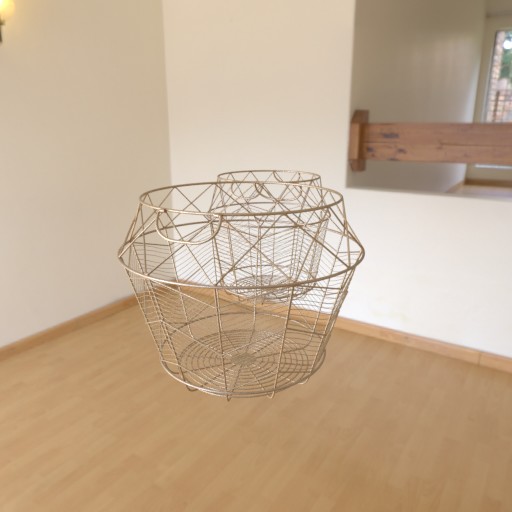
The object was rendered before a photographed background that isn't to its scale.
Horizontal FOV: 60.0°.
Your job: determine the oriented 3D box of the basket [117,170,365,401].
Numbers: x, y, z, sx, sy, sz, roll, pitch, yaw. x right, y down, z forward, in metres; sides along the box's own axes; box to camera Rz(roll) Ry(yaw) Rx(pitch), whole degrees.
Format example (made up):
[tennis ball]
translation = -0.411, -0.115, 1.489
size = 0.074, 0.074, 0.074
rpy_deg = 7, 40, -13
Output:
[basket]
translation = 0.000, 0.000, 1.024
size = 0.451, 0.343, 0.805
rpy_deg = 2, 17, 8
